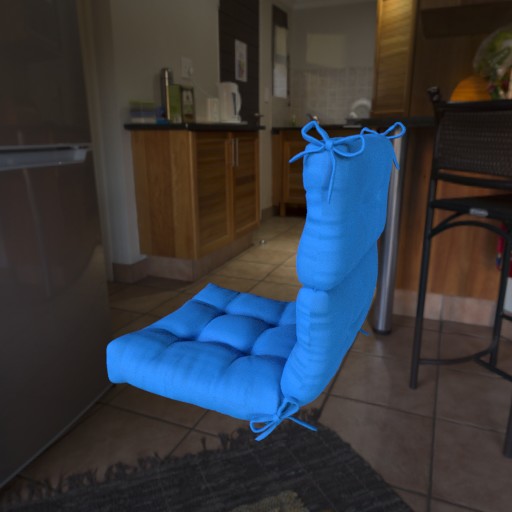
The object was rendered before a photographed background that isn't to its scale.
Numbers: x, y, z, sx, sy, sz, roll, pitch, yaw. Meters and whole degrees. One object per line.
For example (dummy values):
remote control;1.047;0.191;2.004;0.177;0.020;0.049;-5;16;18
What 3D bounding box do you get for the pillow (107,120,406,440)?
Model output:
pillow;0.000;0.000;1.039;0.571;0.605;0.519;8;18;24
